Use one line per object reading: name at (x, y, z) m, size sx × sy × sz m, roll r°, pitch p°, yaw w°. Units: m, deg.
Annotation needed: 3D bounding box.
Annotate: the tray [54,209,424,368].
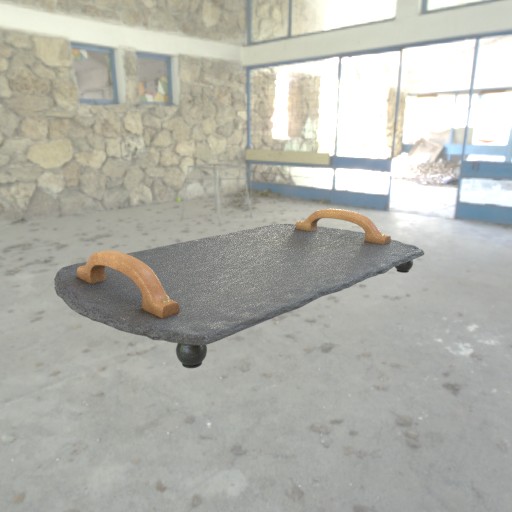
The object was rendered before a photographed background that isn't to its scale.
tray at (0.000, 0.000, 0.466) m, size 0.231 × 0.062 × 0.387 m, roll 14°, pitch 21°, yaw 43°
